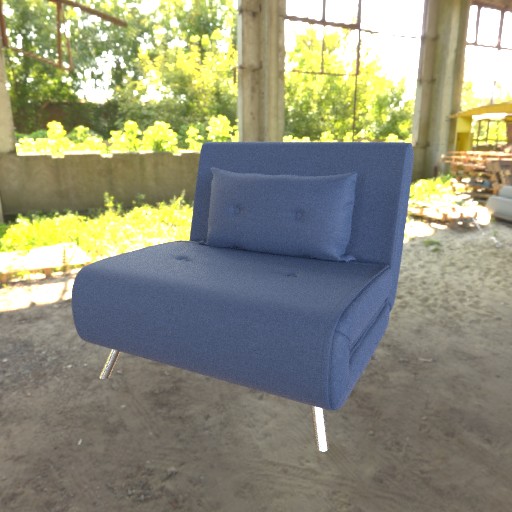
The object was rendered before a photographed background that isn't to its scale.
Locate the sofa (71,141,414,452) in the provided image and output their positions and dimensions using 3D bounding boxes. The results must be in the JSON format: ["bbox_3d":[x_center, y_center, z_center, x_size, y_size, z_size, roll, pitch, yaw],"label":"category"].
[{"bbox_3d":[0.000,0.000,1.728,0.999,0.860,0.996,7,16,27],"label":"sofa"}]
